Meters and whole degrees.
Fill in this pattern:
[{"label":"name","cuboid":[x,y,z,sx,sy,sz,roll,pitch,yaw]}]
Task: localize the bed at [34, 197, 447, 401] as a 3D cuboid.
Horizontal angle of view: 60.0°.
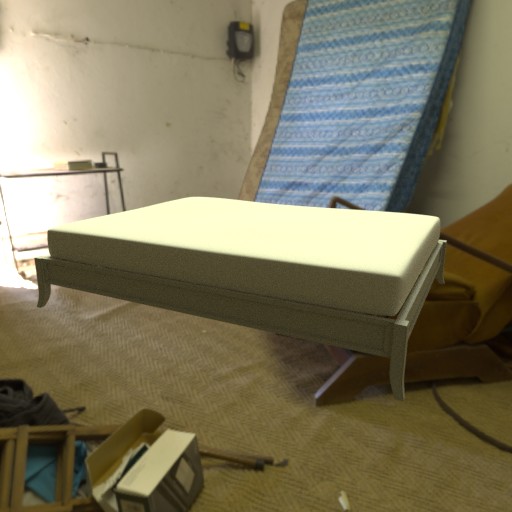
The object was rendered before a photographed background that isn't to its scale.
[{"label":"bed","cuboid":[0.000,0.000,2.787,2.108,0.510,1.604,8,17,26]}]
